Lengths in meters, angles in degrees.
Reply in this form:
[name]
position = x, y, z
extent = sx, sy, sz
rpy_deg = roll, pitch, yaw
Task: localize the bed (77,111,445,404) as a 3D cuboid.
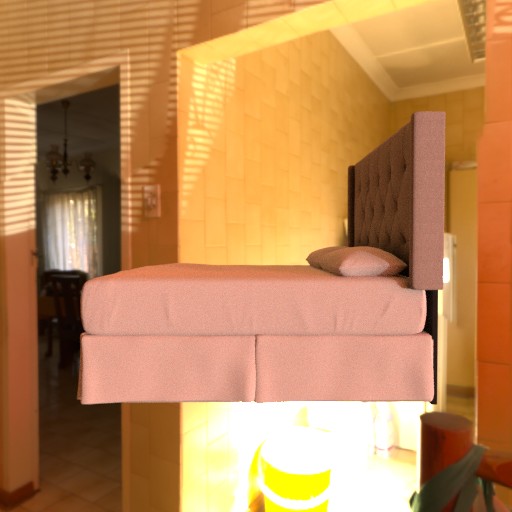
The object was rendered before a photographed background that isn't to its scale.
[bed]
position = 0.000, 0.000, 3.286
extent = 2.066, 1.665, 1.719
rpy_deg = 0, 1, 0
